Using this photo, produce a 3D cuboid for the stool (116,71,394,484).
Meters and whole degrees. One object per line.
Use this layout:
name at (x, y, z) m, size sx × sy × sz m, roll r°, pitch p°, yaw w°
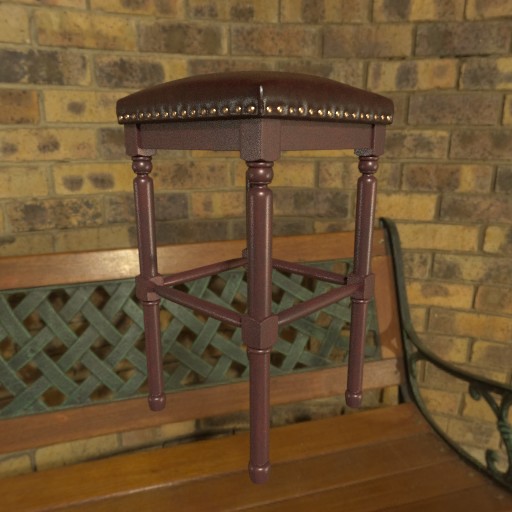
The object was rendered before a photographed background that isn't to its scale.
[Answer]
stool at (0.000, 0.000, 0.918) m, size 0.383 × 0.702 × 0.382 m, roll 13°, pitch 20°, yaw 42°
